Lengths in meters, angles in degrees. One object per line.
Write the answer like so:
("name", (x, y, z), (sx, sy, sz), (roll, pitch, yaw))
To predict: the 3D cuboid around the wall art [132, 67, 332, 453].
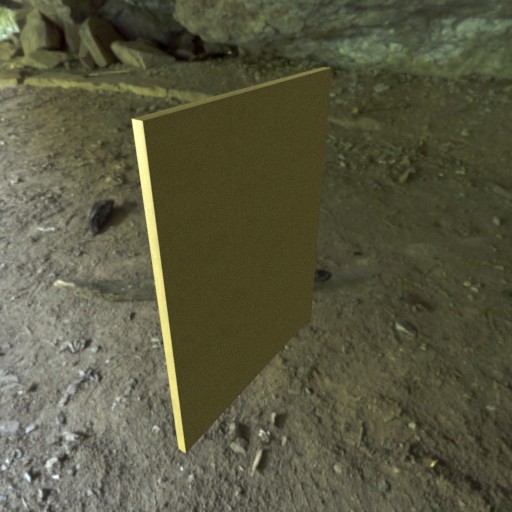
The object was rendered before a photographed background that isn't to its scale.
("wall art", (0.000, 0.000, 1.384), (0.030, 1.002, 0.798), (20, 36, 29))
